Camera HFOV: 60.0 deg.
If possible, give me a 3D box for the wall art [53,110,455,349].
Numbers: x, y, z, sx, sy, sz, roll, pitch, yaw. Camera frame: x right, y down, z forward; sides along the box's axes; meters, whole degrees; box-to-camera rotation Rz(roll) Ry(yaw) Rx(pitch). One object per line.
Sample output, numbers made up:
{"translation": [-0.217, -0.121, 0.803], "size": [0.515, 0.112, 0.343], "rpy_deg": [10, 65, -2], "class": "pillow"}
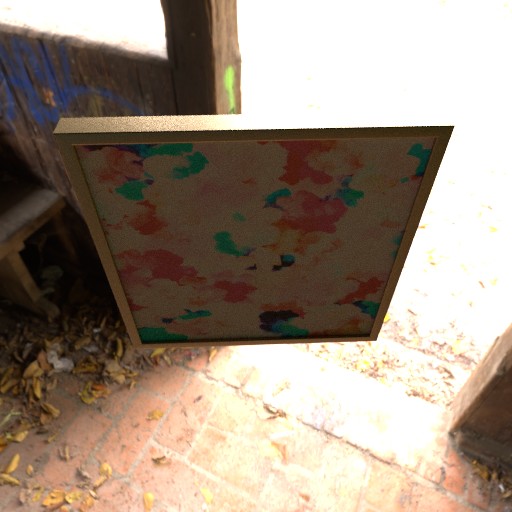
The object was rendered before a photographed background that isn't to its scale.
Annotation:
{"translation": [0.000, 0.000, 0.759], "size": [0.510, 0.509, 0.037], "rpy_deg": [-2, 47, -1], "class": "wall art"}
